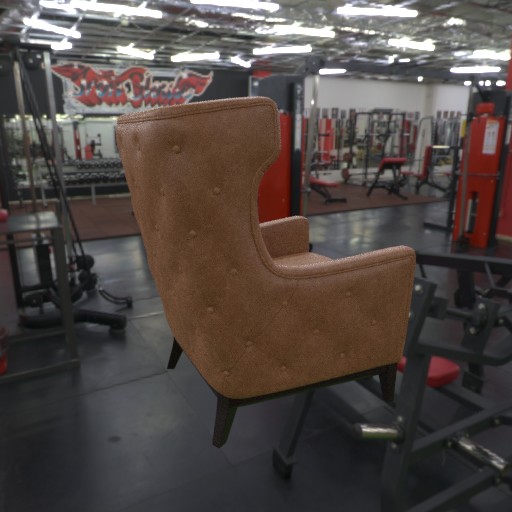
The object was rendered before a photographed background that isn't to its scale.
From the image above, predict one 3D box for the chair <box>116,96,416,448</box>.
[{"bbox_3d":[0.000,0.000,1.668,0.899,1.079,0.766,-8,17,-26],"label":"chair"}]
